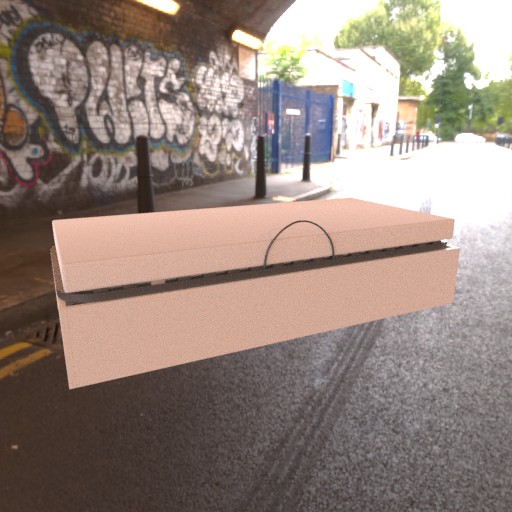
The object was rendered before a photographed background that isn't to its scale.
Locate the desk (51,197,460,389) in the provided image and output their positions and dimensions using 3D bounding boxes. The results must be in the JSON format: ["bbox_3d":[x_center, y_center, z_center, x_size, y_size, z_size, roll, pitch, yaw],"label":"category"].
[{"bbox_3d":[0.000,0.000,2.283,1.900,0.526,0.900,-7,17,-25],"label":"desk"}]
